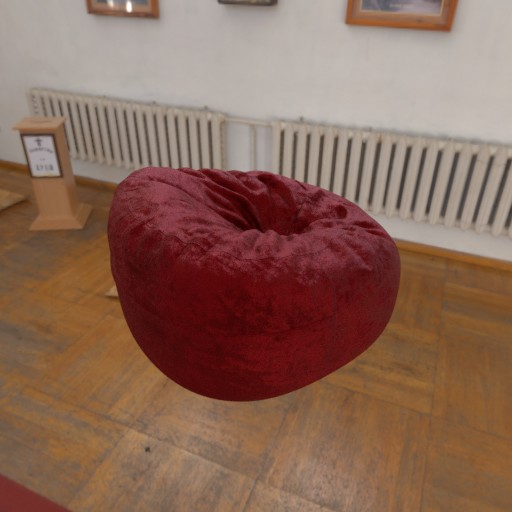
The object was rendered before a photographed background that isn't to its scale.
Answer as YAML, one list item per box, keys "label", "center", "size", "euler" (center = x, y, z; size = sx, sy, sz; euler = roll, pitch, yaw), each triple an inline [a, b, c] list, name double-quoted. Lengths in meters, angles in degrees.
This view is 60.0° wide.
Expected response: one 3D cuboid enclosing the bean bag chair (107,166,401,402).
- label: "bean bag chair"
  center: [0.000, 0.000, 2.452]
  size: [1.524, 0.878, 1.524]
  euler: [-11, 32, -19]
